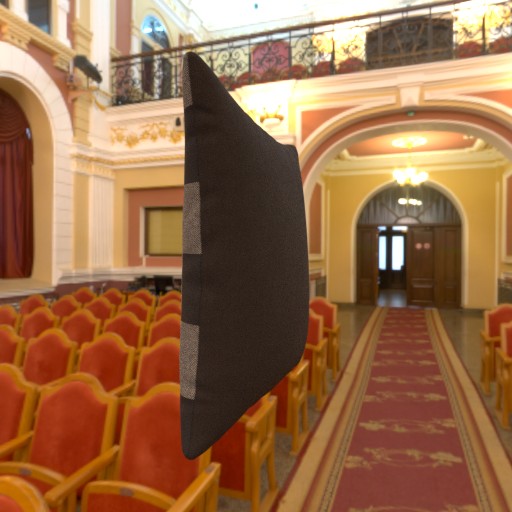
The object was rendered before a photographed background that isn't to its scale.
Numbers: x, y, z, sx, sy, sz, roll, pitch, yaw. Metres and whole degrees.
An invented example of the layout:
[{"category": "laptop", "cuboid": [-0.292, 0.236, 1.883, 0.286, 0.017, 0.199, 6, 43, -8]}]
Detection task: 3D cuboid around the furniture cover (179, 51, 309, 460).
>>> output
[{"category": "furniture cover", "cuboid": [0.000, 0.000, 0.786, 0.161, 0.509, 0.511, 0, 0, 19]}]
